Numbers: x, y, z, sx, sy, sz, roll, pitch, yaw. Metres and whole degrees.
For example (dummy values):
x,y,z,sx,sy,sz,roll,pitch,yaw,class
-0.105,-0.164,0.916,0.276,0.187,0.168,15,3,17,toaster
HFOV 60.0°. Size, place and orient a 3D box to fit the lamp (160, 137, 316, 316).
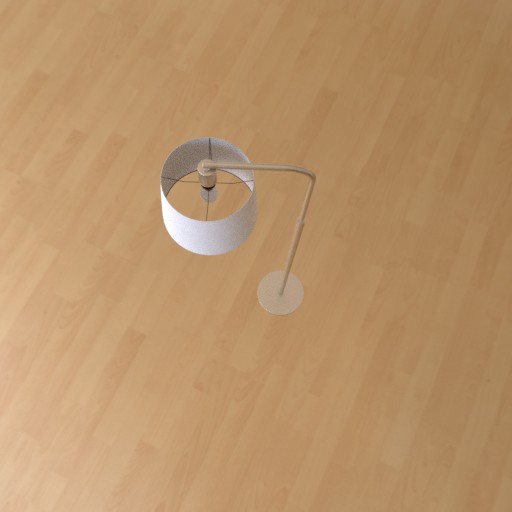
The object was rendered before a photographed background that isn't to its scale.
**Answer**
x,y,z,sx,sy,sz,roll,pitch,yaw,class
0.000,0.000,1.661,0.508,1.478,0.254,0,74,0,lamp
